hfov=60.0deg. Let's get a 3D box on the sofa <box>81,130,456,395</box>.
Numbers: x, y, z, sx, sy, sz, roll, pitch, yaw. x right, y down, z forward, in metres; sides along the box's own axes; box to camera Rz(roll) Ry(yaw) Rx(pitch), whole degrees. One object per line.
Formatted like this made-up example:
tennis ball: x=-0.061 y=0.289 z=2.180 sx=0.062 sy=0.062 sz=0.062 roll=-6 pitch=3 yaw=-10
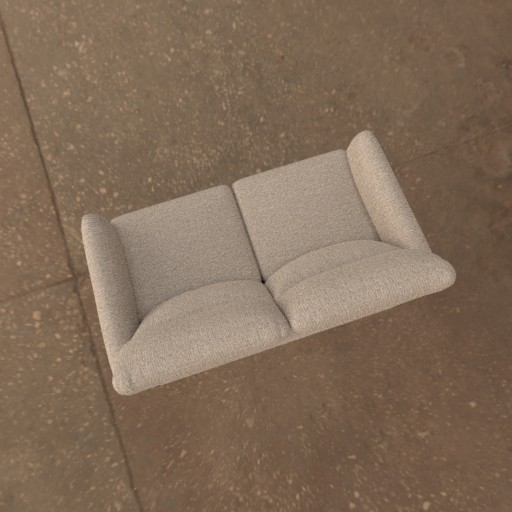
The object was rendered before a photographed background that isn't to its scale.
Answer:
sofa: x=0.000 y=0.000 z=2.156 sx=1.540 sy=0.950 sz=0.905 roll=-18 pitch=76 yaw=-4
